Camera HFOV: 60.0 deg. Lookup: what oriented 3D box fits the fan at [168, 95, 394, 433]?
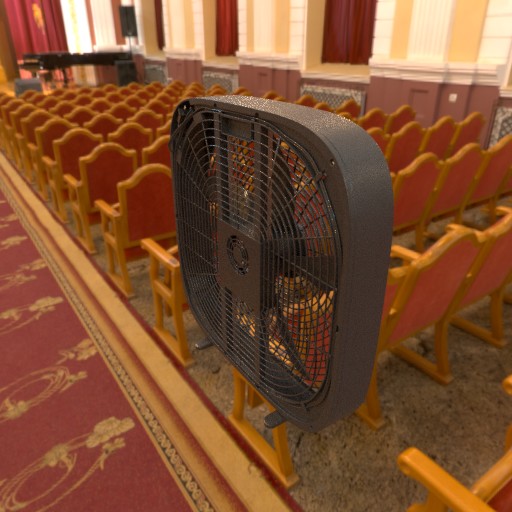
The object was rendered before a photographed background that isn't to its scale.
[{"bbox_3d":[0.000,0.000,0.808,0.142,0.533,0.526,-17,31,-30],"label":"fan"}]
